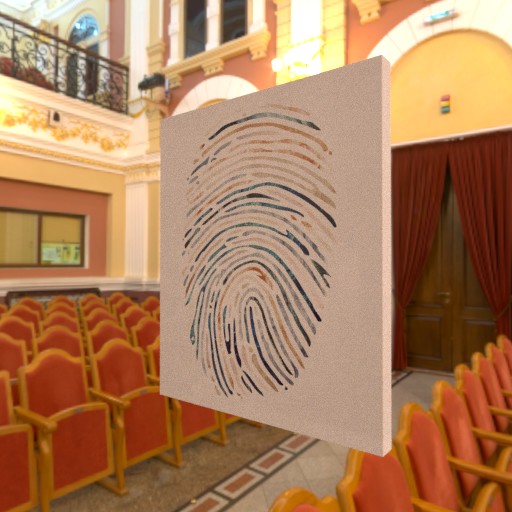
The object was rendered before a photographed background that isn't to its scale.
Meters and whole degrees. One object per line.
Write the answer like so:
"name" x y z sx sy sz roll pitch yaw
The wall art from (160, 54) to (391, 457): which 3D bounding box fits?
"wall art" 0.000 0.000 0.836 0.508 0.606 0.037 0 -1 38
